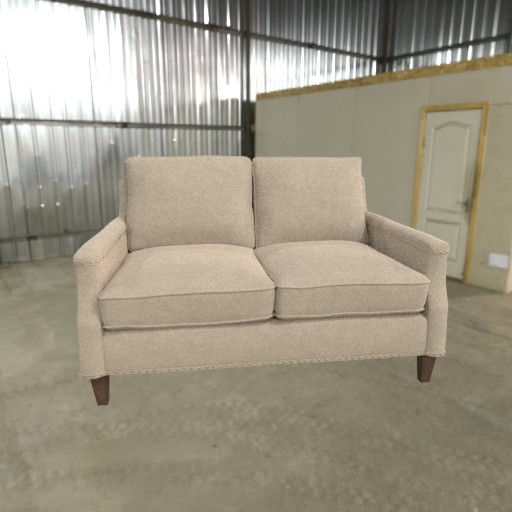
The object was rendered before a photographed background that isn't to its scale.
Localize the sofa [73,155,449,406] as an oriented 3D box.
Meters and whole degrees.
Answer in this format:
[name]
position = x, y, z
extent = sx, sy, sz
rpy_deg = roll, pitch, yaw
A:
[sofa]
position = 0.000, 0.000, 2.304
extent = 1.597, 1.002, 1.084
rpy_deg = -2, 15, -7
